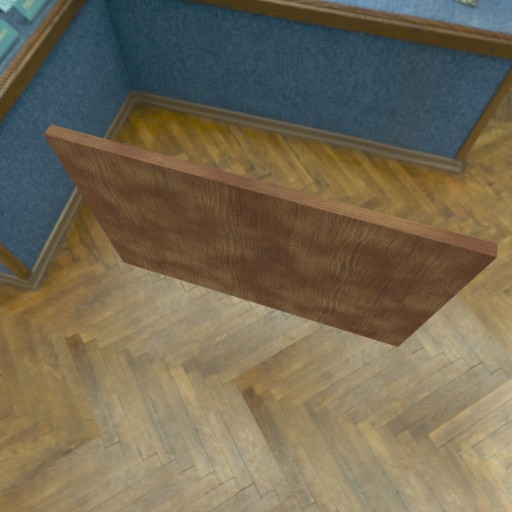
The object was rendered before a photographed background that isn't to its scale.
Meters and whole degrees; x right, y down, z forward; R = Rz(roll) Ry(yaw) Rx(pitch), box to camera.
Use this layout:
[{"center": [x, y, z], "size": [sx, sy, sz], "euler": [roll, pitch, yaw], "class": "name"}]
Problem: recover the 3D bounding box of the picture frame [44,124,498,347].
[{"center": [0.000, 0.000, 1.180], "size": [0.950, 0.640, 0.029], "euler": [16, 65, 8], "class": "picture frame"}]
